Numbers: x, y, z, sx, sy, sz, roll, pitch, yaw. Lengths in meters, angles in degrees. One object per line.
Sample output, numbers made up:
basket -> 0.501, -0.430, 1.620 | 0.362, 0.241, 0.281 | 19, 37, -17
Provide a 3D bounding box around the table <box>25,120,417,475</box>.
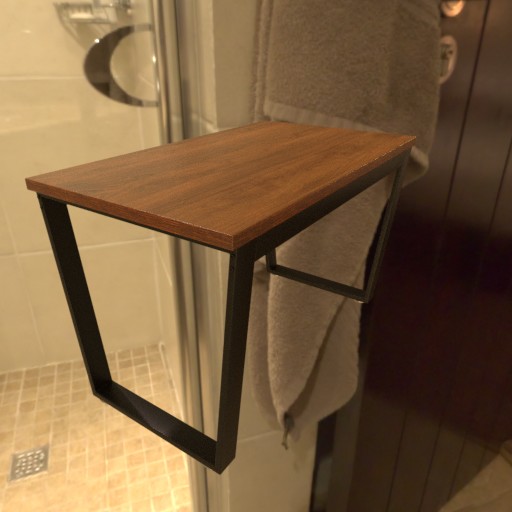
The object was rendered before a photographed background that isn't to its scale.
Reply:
table -> 0.000, 0.000, 1.646 | 0.714, 0.760, 1.205 | 17, 30, 30
